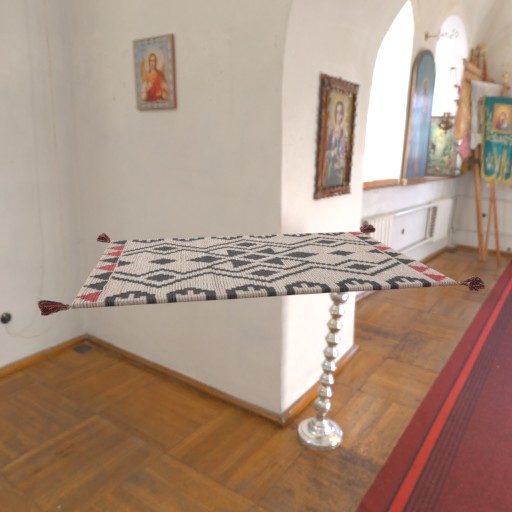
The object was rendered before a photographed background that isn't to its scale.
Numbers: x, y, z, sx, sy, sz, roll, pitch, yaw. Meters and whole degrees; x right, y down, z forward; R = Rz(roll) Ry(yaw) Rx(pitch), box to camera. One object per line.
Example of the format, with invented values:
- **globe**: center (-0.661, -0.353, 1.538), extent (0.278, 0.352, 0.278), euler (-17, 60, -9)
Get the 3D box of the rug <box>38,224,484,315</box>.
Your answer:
- **rug**: center (0.000, 0.000, 2.617), extent (2.069, 0.067, 1.444), euler (-3, 15, -9)
